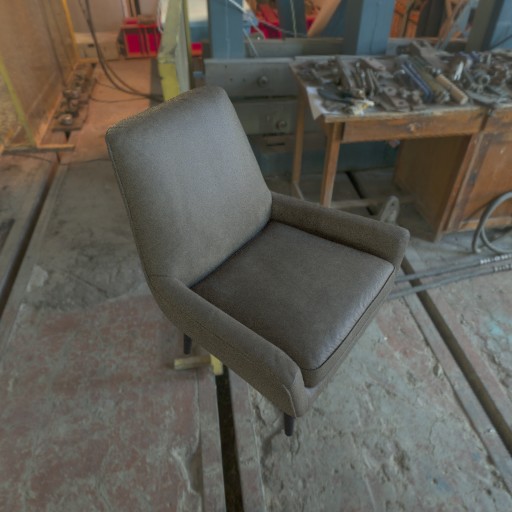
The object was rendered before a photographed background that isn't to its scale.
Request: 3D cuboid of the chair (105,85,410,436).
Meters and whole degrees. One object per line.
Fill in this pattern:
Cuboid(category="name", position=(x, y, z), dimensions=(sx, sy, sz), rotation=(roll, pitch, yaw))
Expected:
Cuboid(category="chair", position=(0.000, 0.000, 1.517), dimensions=(0.824, 0.888, 0.787), rotation=(26, 47, 27))
